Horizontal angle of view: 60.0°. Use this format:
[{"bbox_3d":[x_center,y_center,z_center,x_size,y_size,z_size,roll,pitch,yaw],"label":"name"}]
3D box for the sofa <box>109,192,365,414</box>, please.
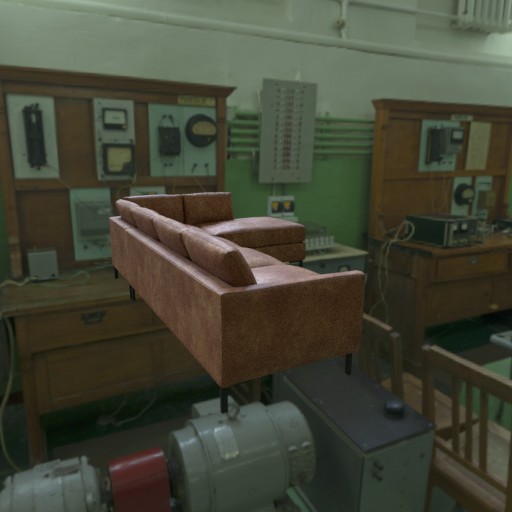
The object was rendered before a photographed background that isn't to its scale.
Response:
[{"bbox_3d":[0.000,0.000,3.837,1.938,0.877,2.984,-7,15,-27],"label":"sofa"}]
